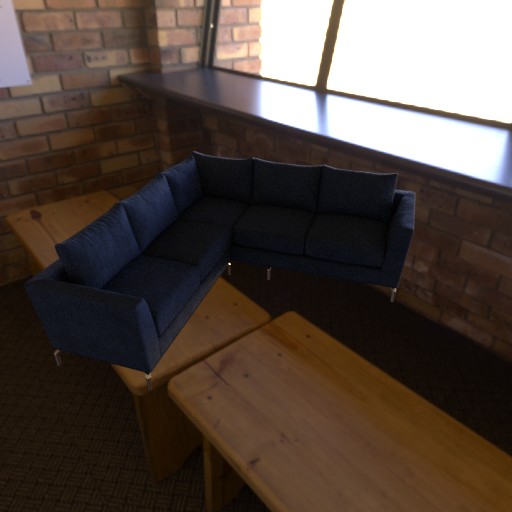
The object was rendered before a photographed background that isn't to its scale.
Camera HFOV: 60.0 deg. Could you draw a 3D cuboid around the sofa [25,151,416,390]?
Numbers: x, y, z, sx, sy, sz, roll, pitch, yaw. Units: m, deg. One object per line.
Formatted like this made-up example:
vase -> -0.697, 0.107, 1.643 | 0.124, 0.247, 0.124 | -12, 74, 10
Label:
sofa -> 0.000, 0.000, 3.755 | 2.463, 0.988, 2.472 | 9, 32, 15
